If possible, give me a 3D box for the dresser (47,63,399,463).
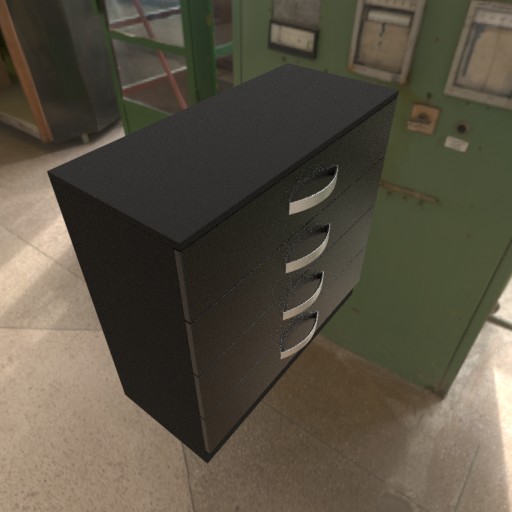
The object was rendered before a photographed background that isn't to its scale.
[{"bbox_3d":[0.000,0.000,1.163,0.360,0.720,0.750,27,48,28],"label":"dresser"}]
